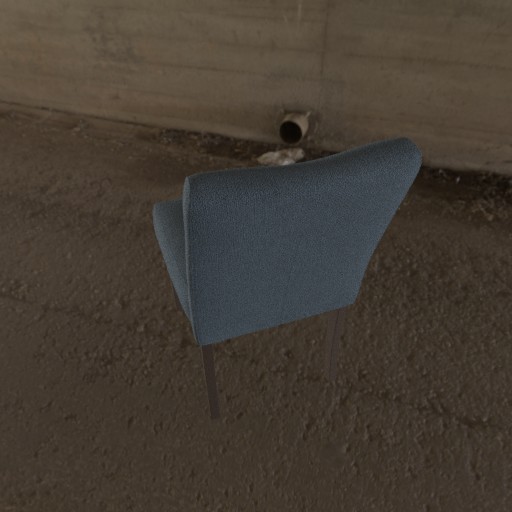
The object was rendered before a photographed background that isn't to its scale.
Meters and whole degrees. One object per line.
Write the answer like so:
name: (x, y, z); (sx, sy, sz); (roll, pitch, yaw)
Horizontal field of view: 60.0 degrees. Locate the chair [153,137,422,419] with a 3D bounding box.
chair: (0.000, 0.000, 1.235); (0.487, 0.882, 0.629); (-13, 43, -15)
